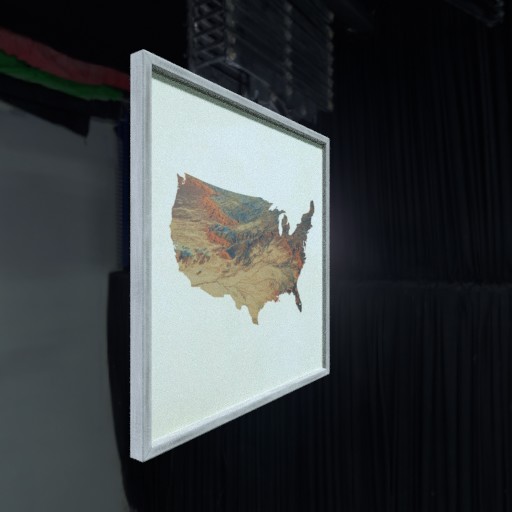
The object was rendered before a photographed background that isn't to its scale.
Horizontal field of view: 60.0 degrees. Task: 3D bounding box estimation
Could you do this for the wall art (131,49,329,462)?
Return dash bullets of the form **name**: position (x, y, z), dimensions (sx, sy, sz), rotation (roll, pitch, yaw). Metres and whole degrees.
- **wall art**: position (0.000, 0.000, 0.451), dimensions (0.015, 0.303, 0.303), rotation (0, 0, 36)
